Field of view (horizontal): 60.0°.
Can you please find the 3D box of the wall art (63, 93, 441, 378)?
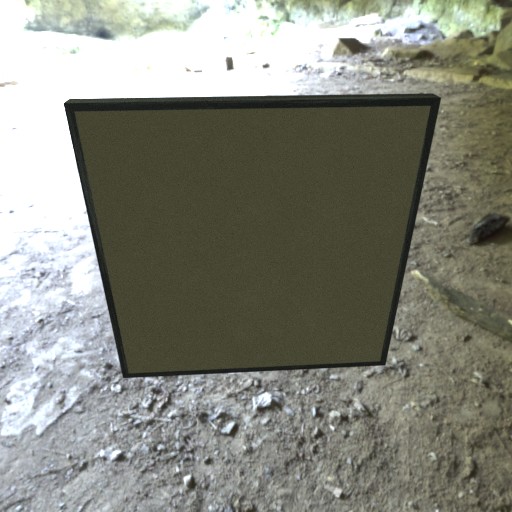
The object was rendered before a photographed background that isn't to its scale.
[{"bbox_3d":[0.000,0.000,1.107,0.762,0.758,0.043,-2,31,-3],"label":"wall art"}]
